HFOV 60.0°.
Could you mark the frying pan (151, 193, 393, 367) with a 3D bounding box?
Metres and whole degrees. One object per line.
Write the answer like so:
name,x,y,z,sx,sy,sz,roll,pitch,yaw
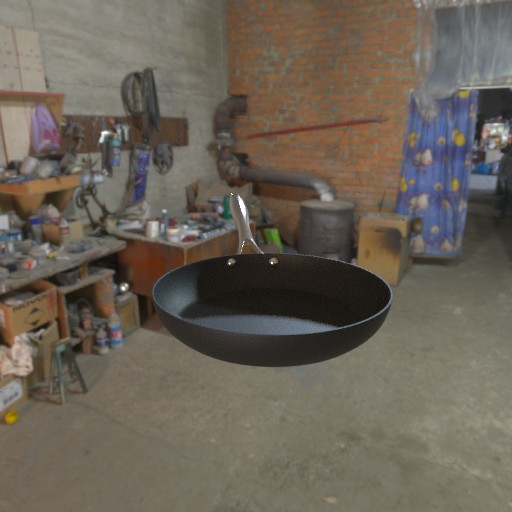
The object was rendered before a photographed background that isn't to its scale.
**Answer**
frying pan,0.000,0.000,0.587,0.255,0.105,0.472,-2,16,-8
